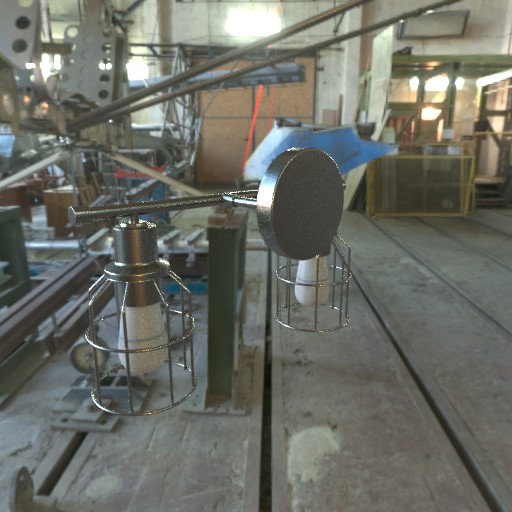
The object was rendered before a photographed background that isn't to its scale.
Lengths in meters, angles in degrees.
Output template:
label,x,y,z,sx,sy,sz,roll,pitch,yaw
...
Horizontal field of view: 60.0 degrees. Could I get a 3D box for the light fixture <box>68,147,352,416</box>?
label,x,y,z,sx,sy,sz,roll,pitch,yaw
light fixture,0.000,0.000,0.532,0.406,0.254,0.165,-13,20,-42
